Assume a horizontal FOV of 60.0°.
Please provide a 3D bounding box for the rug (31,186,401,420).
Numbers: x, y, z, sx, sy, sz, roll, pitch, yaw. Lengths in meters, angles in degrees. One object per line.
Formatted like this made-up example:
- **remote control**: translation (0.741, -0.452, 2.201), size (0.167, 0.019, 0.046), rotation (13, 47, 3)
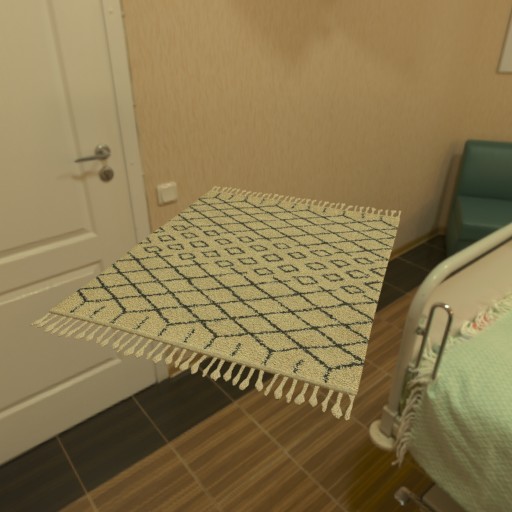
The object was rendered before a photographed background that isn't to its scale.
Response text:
- **rug**: translation (0.000, 0.000, 4.204), size (2.388, 0.030, 3.213), rotation (11, 31, 18)
